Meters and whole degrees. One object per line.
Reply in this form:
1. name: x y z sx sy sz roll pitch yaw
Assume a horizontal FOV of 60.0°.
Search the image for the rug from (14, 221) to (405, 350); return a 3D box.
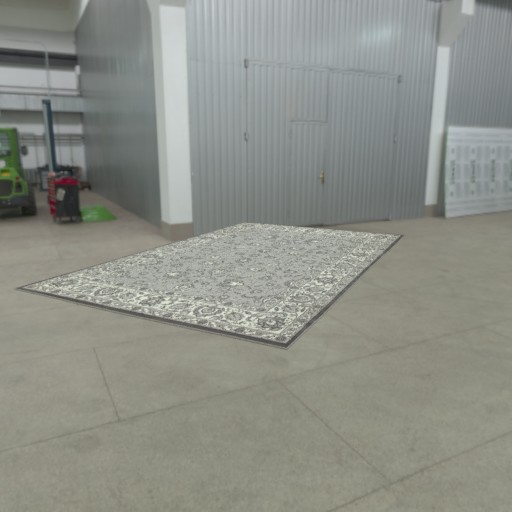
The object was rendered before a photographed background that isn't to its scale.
1. rug: 0.000 0.000 2.956 1.524 0.011 2.438 7 15 27
